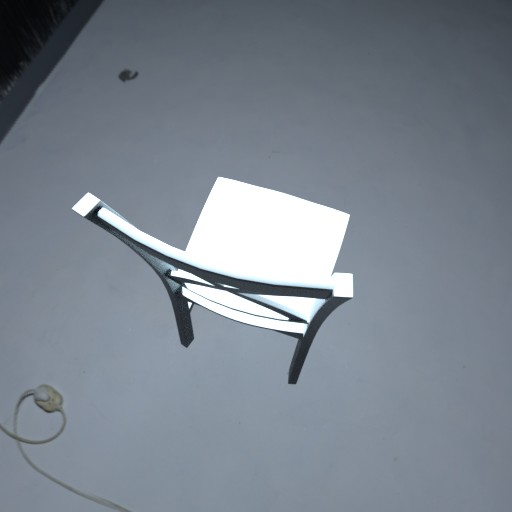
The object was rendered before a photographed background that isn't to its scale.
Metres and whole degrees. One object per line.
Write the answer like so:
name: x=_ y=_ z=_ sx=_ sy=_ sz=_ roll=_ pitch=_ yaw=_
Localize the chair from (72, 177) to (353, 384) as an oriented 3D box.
chair: x=0.000 y=0.000 z=1.254 sx=0.485 sy=0.983 sz=0.542 roll=17 pitch=65 yaw=8
